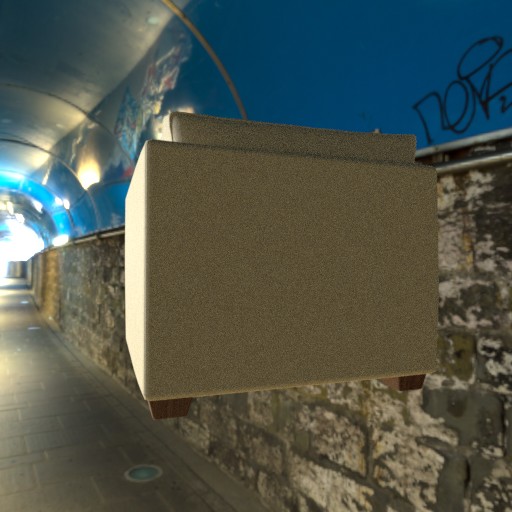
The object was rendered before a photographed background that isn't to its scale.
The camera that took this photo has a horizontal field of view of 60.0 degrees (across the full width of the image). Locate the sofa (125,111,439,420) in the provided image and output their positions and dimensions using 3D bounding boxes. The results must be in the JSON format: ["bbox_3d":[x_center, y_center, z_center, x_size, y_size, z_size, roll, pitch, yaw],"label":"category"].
[{"bbox_3d":[0.000,0.000,1.987,1.084,1.002,1.146,1,-2,-19],"label":"sofa"}]
